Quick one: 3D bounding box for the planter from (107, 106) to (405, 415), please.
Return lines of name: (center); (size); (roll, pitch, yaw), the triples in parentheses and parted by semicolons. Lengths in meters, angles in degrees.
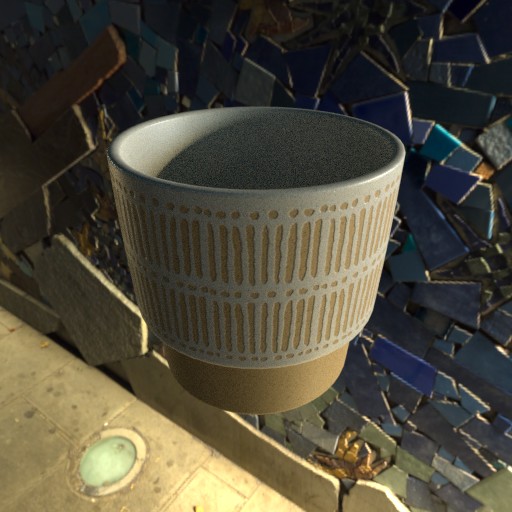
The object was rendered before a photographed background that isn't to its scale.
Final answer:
planter: (0.000, 0.000, 0.565); (0.317, 0.303, 0.317); (0, 31, 0)
